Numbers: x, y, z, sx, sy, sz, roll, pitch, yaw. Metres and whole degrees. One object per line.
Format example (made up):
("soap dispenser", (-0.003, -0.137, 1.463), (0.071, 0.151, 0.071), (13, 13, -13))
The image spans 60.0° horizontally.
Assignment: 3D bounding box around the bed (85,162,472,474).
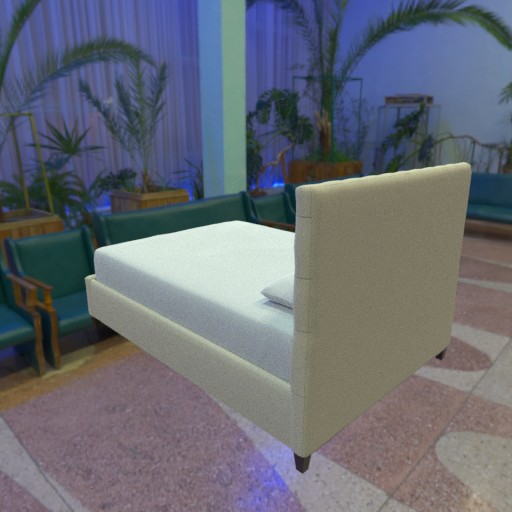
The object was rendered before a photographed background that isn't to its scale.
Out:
("bed", (0.000, 0.000, 3.346), (1.698, 1.427, 2.387), (-16, 23, -42))
